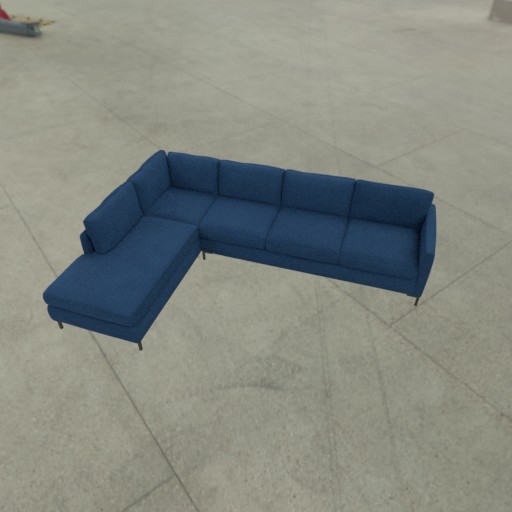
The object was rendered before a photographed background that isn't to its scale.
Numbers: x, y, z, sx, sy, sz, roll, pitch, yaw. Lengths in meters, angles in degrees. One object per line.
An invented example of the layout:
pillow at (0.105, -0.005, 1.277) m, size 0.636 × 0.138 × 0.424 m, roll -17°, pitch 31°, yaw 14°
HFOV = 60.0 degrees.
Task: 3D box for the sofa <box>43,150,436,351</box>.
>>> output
sofa at (0.000, 0.000, 3.869) m, size 2.949 × 0.815 × 2.007 m, roll 11°, pitch 41°, yaw 14°
